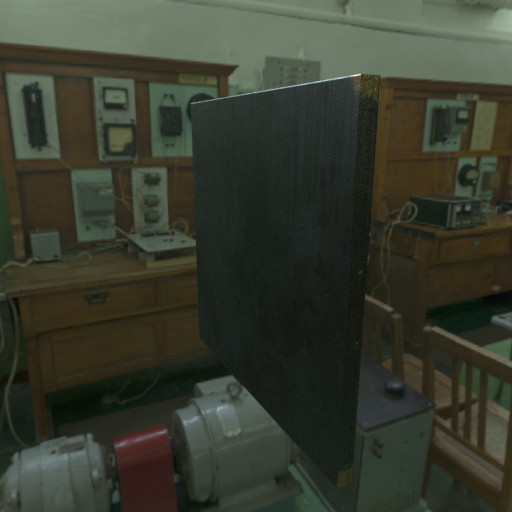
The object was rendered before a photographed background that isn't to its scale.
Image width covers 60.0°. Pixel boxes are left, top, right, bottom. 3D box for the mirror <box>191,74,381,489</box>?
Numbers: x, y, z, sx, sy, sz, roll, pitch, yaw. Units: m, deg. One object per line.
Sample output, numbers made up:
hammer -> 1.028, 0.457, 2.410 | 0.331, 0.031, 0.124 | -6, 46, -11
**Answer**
mirror -> 0.000, 0.000, 0.552 | 0.020, 0.381, 0.382 | -8, 17, -27
